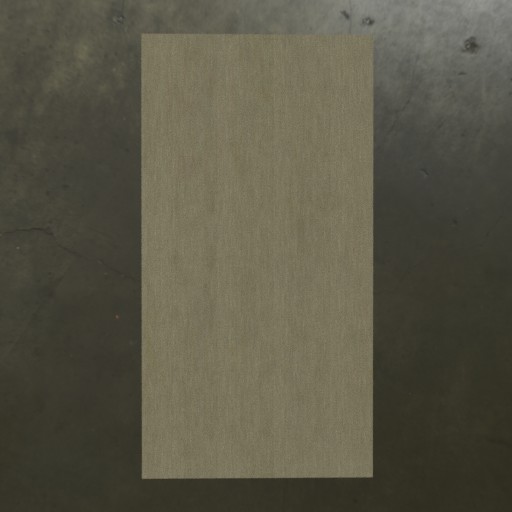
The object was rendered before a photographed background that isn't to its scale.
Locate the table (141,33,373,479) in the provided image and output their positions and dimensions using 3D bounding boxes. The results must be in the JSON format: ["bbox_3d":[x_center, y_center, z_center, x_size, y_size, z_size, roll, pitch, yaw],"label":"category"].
[{"bbox_3d":[0.000,0.000,1.832,0.729,0.874,1.397,0,90,-1],"label":"table"}]
